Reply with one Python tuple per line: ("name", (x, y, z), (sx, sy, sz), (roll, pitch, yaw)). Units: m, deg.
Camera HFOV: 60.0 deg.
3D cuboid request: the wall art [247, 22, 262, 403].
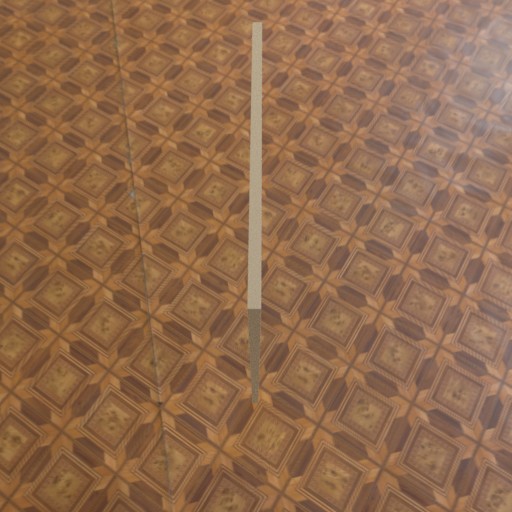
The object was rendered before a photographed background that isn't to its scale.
("wall art", (0.000, 0.000, 0.616), (0.010, 0.474, 0.325), (0, 64, 0))
